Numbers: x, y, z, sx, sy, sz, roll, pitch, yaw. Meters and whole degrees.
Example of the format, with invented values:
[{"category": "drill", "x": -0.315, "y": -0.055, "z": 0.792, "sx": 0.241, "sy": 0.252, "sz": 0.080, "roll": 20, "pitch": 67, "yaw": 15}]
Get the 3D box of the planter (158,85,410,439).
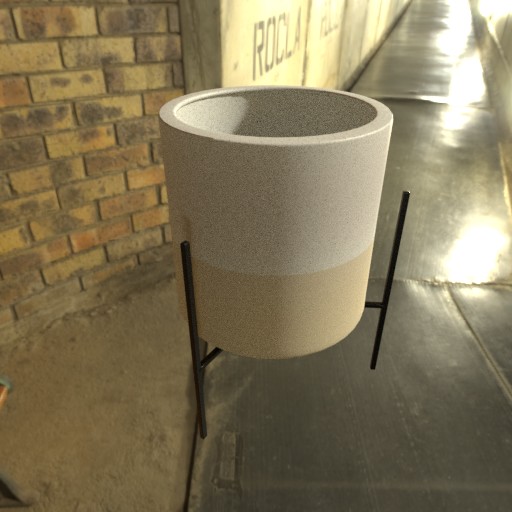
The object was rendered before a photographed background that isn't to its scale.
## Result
[{"category": "planter", "x": 0.000, "y": 0.000, "z": 0.551, "sx": 0.263, "sy": 0.362, "sz": 0.267, "roll": -23, "pitch": 38, "yaw": -32}]
